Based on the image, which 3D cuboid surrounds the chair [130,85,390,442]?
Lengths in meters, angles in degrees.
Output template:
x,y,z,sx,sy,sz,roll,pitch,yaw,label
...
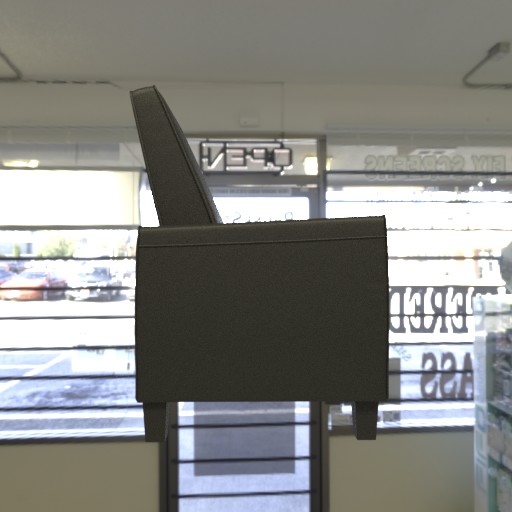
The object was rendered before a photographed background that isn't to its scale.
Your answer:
x,y,z,sx,sy,sz,roll,pitch,yaw,label
0.000,0.000,1.533,0.746,1.013,0.705,0,-1,-1,chair
